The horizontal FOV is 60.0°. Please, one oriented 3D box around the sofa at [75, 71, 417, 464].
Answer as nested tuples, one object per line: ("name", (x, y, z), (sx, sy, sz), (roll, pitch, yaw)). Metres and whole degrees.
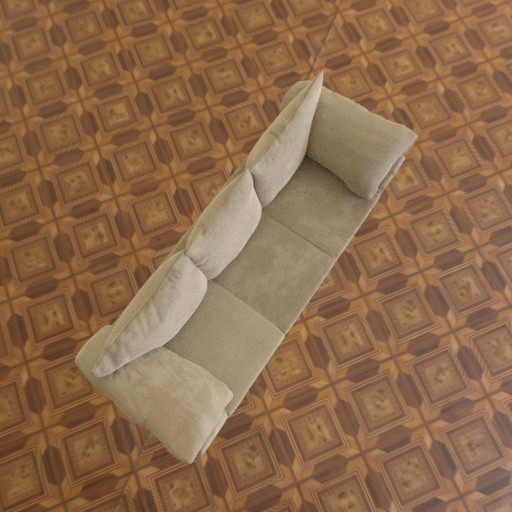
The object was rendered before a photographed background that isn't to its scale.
("sofa", (0.000, 0.000, 2.868), (0.893, 0.981, 2.377), (34, 76, 9))
